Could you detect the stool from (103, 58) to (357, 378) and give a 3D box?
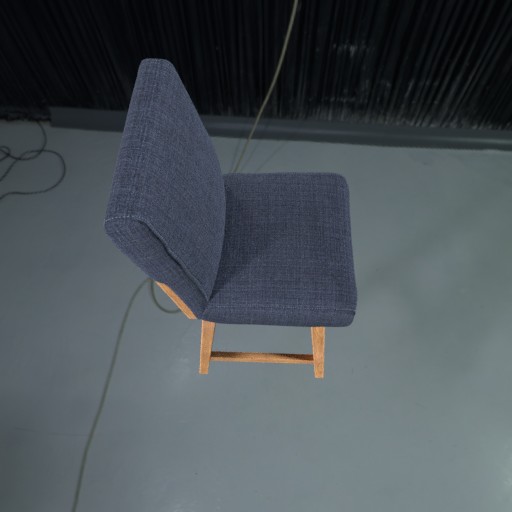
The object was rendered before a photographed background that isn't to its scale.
[{"bbox_3d":[0.000,0.000,1.288,0.526,1.010,0.459,2,62,1],"label":"stool"}]
